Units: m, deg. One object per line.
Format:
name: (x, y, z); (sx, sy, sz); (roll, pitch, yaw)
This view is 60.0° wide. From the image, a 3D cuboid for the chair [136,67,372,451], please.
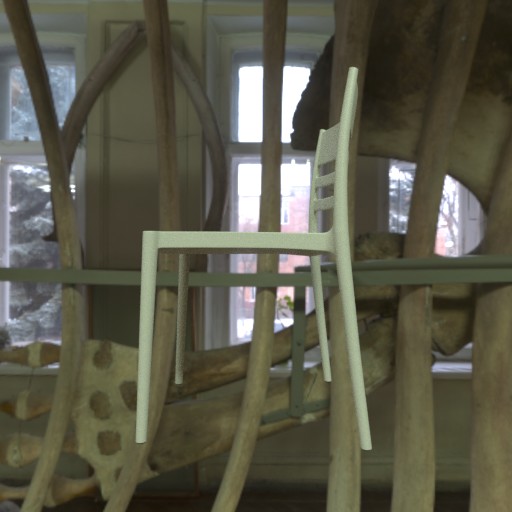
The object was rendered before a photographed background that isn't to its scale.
chair: (0.000, 0.000, 1.172); (0.511, 0.800, 0.531); (0, 0, 0)
